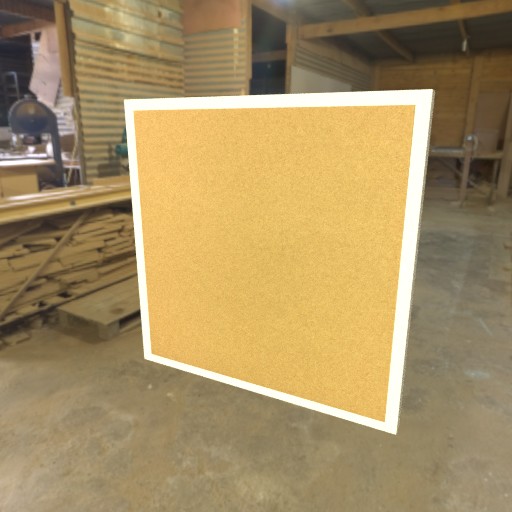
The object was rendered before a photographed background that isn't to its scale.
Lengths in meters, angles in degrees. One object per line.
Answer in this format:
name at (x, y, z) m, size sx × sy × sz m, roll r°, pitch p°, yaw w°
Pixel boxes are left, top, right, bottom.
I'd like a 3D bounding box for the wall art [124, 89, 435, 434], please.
wall art at (0.000, 0.000, 1.119) m, size 0.763 × 0.761 × 0.038 m, roll 8°, pitch 18°, yaw 26°
